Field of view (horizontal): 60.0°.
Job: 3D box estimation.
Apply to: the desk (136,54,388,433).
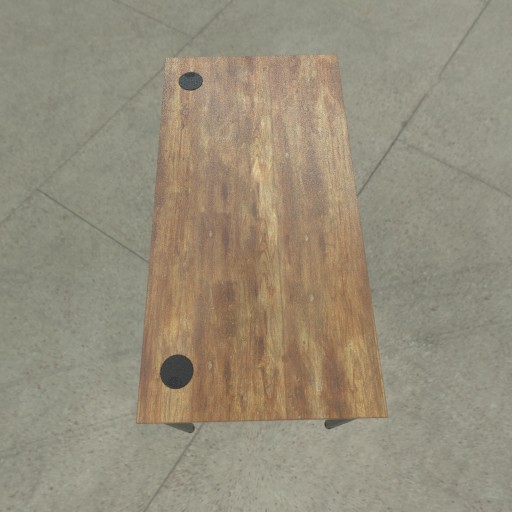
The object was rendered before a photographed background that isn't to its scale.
[{"bbox_3d":[0.000,0.000,1.640,0.600,0.749,1.200,-1,65,-1],"label":"desk"}]
